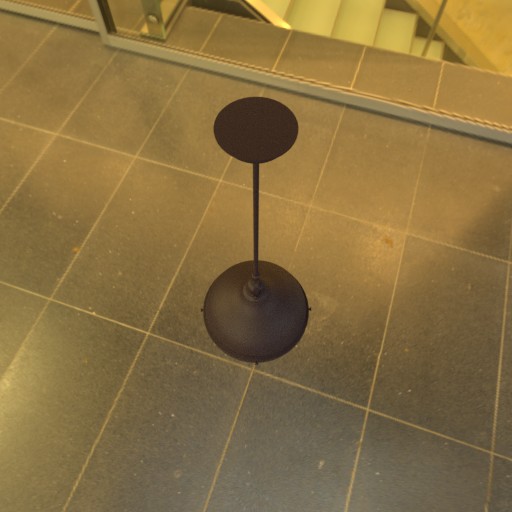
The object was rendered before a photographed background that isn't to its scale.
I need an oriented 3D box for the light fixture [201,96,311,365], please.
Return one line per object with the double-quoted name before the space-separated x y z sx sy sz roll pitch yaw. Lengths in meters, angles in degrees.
"light fixture" 0.000 0.000 1.054 0.341 0.849 0.341 0 62 0
